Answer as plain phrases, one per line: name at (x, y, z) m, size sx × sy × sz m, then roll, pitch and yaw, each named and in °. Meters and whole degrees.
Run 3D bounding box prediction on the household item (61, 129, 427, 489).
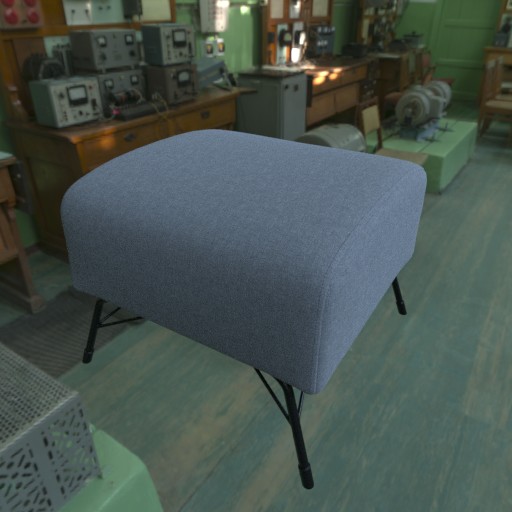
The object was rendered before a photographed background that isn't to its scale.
household item at (0.000, 0.000, 0.891) m, size 0.530 × 0.410 × 0.530 m, roll 17°, pitch 34°, yaw 27°
